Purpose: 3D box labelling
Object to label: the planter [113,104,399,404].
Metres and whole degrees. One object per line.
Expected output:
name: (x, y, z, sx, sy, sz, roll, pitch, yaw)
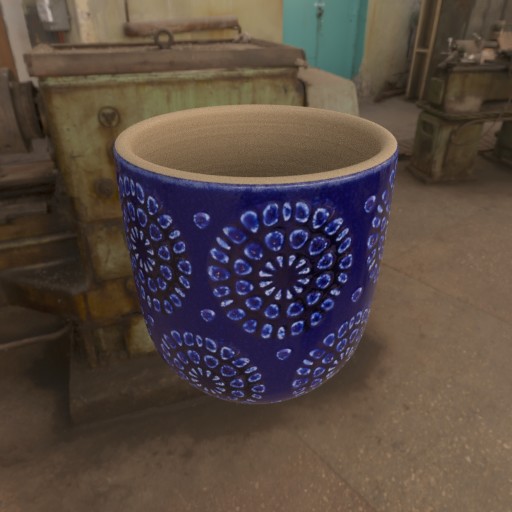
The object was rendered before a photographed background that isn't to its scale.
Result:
planter: (0.000, 0.000, 0.201, 0.109, 0.112, 0.109, 0, 30, 0)
